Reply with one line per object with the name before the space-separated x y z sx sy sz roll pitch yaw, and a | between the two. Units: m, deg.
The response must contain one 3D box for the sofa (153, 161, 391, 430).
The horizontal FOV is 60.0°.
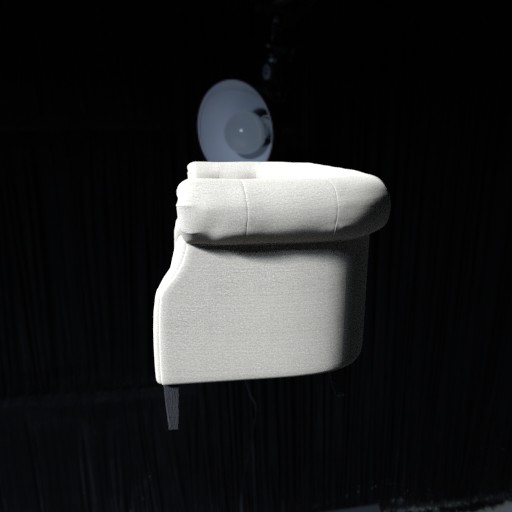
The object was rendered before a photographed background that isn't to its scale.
sofa | 0.000 0.000 2.080 0.835 0.827 1.558 -2 14 -7
